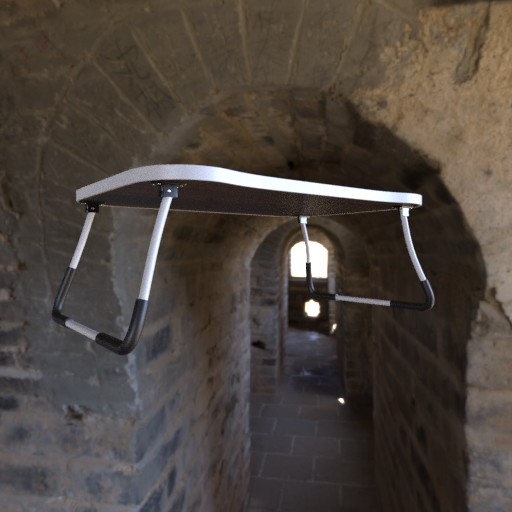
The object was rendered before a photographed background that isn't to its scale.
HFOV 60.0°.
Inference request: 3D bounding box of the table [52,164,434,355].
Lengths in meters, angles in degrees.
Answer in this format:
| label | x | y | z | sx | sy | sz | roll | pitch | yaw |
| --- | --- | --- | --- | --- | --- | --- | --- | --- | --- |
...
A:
| label | x | y | z | sx | sy | sz | roll | pitch | yaw |
| --- | --- | --- | --- | --- | --- | --- | --- | --- | --- |
| table | 0.000 | 0.000 | 0.852 | 0.660 | 0.232 | 0.400 | -1 | 1 | -37 |
